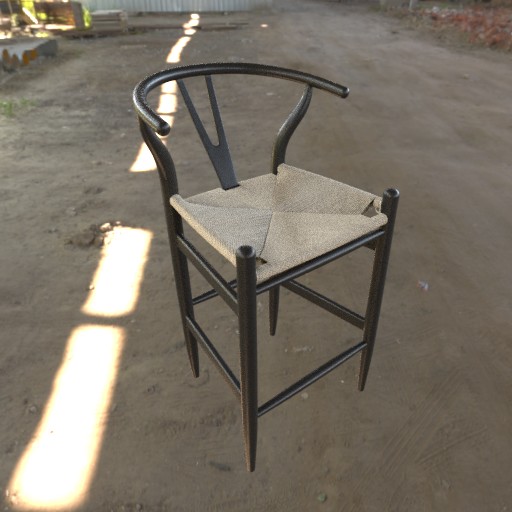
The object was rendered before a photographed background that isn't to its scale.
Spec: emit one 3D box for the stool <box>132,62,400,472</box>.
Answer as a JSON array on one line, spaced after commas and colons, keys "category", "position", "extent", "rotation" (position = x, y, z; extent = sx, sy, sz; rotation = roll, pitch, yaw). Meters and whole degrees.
[{"category": "stool", "position": [0.000, 0.000, 1.292], "extent": [0.569, 0.970, 0.579], "rotation": [-23, 39, -31]}]
